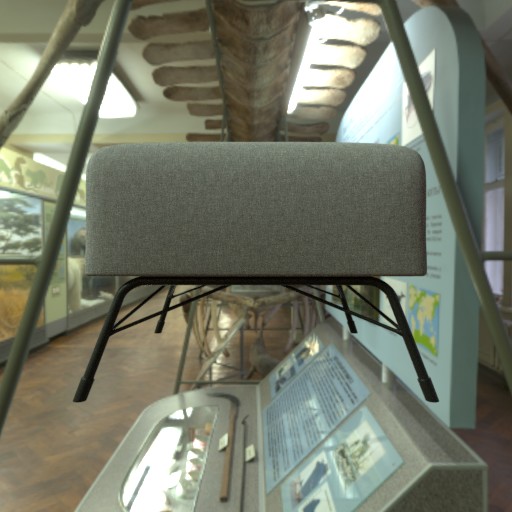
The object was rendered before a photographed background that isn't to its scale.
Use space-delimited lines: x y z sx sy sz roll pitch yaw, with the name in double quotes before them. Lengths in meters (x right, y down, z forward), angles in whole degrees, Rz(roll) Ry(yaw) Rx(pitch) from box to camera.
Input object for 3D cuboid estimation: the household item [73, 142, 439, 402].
"household item" 0.000 0.000 0.895 0.530 0.410 0.530 0 1 0
